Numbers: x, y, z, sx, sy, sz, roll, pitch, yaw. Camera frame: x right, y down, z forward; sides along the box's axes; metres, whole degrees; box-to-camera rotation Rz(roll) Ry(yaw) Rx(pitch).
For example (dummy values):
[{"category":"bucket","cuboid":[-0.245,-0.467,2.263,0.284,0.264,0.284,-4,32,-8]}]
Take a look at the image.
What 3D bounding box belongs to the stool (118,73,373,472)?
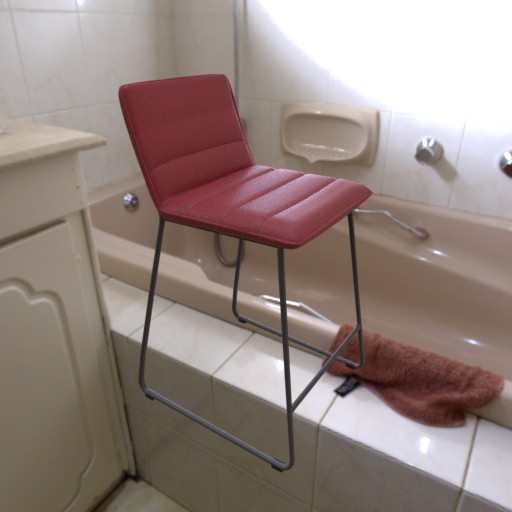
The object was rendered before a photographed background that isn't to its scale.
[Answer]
[{"category":"stool","cuboid":[0.000,0.000,1.182,0.524,0.866,0.489,17,32,30]}]
